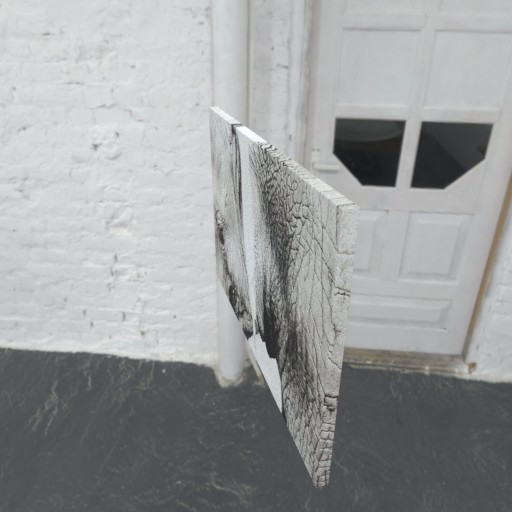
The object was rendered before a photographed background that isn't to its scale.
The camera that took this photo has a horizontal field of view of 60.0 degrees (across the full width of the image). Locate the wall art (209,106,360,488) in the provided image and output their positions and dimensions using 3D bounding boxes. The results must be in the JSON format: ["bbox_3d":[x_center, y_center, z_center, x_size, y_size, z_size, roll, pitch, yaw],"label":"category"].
[{"bbox_3d":[0.000,0.000,1.440,0.035,0.758,1.141,-8,29,-15],"label":"wall art"}]
